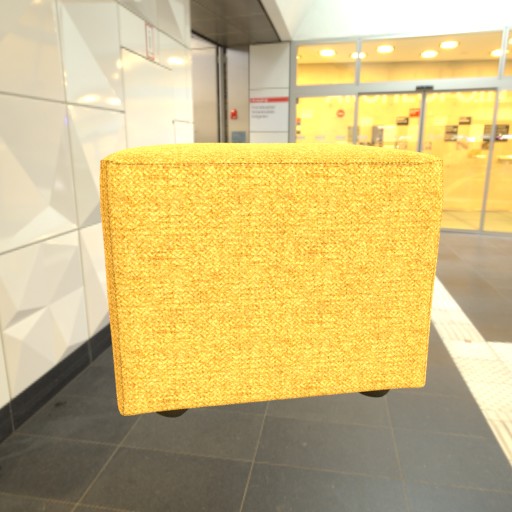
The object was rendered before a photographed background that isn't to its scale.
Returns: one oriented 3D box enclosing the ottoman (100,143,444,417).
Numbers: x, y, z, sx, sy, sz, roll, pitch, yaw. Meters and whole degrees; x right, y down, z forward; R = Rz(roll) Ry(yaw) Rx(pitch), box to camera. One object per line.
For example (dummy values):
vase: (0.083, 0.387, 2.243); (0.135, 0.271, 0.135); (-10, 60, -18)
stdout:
ottoman: (0.000, 0.000, 0.893); (0.512, 0.441, 0.505); (-2, 14, -9)
